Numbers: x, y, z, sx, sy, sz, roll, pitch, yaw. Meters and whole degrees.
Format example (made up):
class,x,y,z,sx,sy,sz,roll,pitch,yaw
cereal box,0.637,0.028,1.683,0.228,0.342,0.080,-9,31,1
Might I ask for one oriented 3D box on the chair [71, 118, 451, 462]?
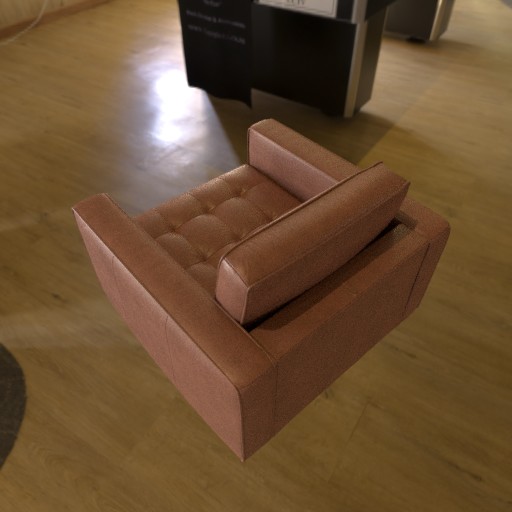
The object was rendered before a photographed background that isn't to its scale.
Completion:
class,x,y,z,sx,sy,sz,roll,pitch,yaw
chair,0.000,0.000,1.554,0.920,0.770,0.900,-32,54,-27
